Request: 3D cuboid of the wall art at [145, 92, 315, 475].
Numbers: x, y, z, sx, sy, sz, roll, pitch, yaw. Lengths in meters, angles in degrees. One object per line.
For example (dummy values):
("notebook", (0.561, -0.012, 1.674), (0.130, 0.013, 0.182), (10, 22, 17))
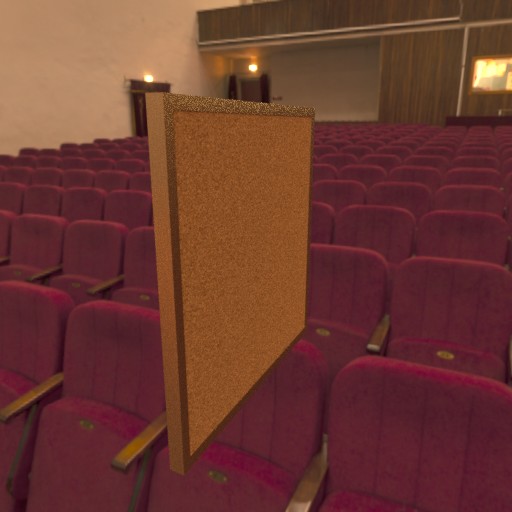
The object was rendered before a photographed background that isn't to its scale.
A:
("wall art", (0.000, 0.000, 1.171), (0.036, 0.765, 0.767), (8, 18, 25))
